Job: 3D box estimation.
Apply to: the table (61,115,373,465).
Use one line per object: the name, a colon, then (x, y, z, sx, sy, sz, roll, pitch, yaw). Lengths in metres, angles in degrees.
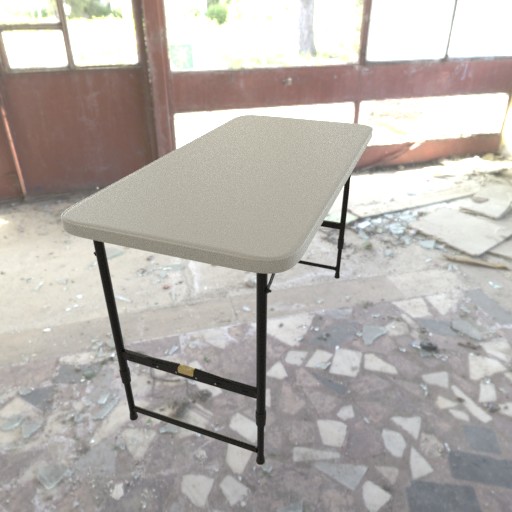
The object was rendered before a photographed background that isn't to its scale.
table: (0.000, 0.000, 1.641, 0.610, 0.737, 1.219, 11, 32, 18)
